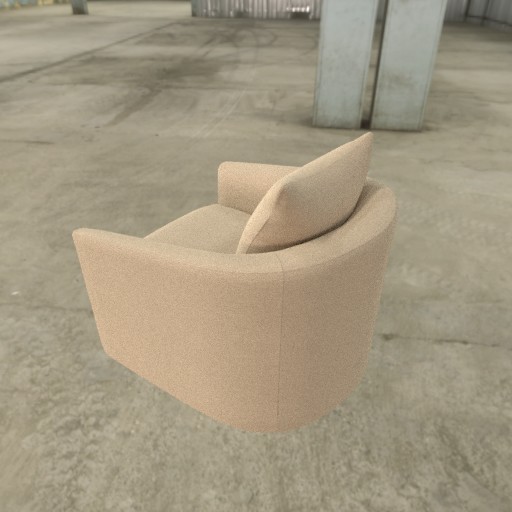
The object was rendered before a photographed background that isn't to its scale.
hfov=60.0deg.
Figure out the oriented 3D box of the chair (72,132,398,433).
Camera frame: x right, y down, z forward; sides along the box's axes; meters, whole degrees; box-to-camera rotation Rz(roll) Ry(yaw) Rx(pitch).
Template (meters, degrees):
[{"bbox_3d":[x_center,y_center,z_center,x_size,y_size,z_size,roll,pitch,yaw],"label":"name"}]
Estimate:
[{"bbox_3d":[0.000,0.000,1.591,0.910,0.848,0.845,20,37,29],"label":"chair"}]
